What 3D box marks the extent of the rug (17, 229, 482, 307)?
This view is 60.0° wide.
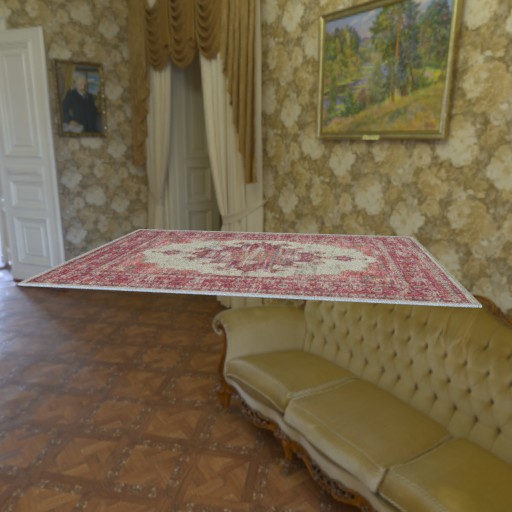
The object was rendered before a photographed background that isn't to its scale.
[{"bbox_3d":[0.000,0.000,3.658,2.878,0.014,2.005,2,14,8],"label":"rug"}]
